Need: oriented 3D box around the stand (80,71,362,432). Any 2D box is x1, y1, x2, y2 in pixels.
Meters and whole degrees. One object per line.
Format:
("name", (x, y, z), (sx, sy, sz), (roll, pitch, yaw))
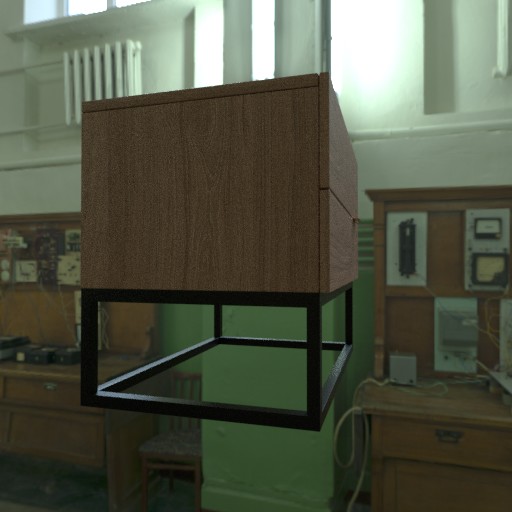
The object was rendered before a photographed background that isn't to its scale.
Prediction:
("stand", (0.000, 0.000, 0.952), (0.420, 0.500, 0.600), (0, -1, 17))
